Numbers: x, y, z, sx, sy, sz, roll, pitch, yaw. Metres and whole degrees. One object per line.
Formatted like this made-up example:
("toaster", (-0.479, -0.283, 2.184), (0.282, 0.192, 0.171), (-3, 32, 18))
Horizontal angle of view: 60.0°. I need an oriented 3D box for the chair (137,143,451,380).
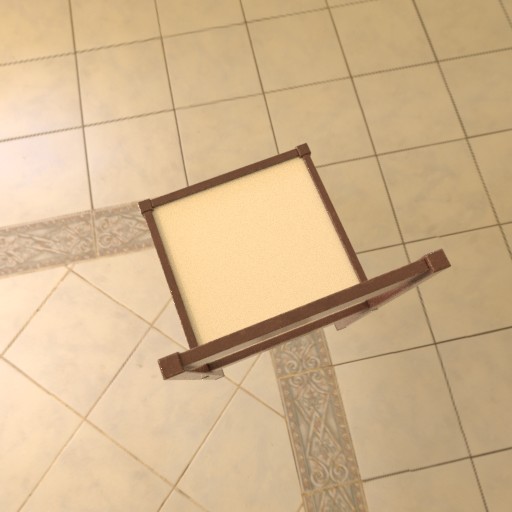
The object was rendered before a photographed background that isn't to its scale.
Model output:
("chair", (0.000, 0.000, 0.678), (0.285, 0.505, 0.285), (-21, 75, -6))
